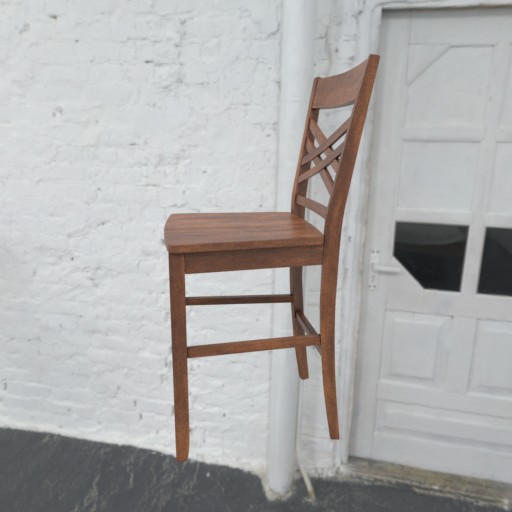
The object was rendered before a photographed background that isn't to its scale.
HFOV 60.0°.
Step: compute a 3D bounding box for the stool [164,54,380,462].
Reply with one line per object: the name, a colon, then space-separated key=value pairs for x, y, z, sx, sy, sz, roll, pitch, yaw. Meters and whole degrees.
stool: x=0.000 y=0.000 z=1.352 sx=0.539 sy=1.079 sz=0.462 roll=-2 pitch=15 yaw=-9
